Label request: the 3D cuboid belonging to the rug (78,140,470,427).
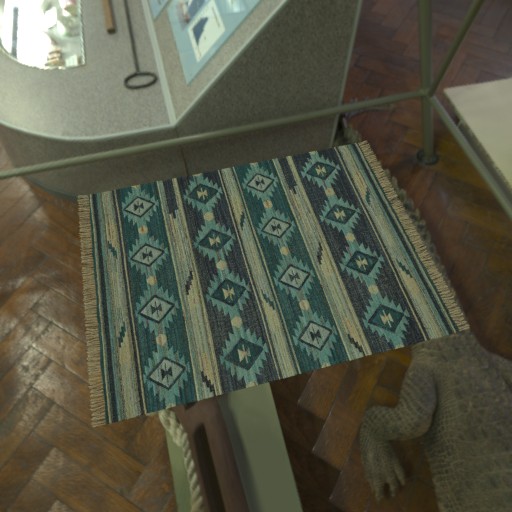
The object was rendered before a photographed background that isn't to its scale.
[{"bbox_3d":[0.000,0.000,4.296,3.307,0.047,2.418,-12,59,-8],"label":"rug"}]
